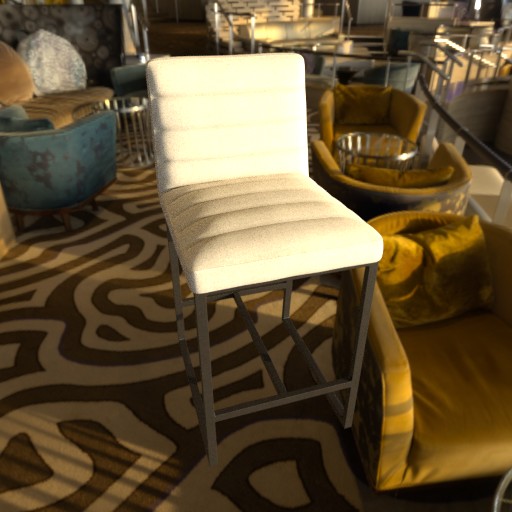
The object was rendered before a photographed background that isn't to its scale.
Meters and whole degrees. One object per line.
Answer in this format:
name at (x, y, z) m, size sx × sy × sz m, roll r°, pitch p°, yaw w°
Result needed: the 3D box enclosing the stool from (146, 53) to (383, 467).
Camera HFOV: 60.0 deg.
stool at (0.000, 0.000, 1.236) m, size 0.459 × 0.971 × 0.567 m, roll -9°, pitch 32°, yaw -15°
